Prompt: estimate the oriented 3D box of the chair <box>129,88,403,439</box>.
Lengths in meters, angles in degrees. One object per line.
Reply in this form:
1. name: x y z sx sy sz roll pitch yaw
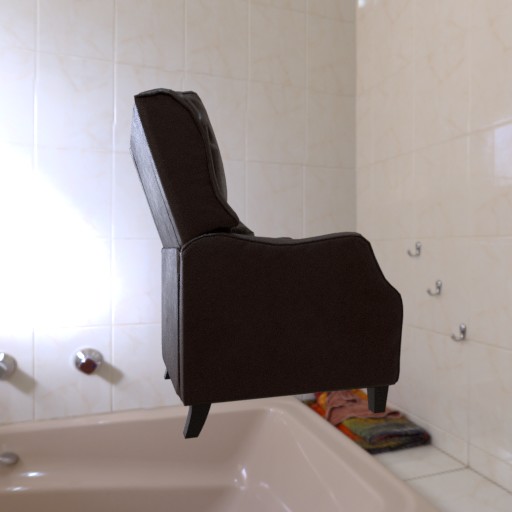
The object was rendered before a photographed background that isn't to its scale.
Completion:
1. chair: 0.000 0.000 1.814 0.982 1.132 0.770 0 1 -17
